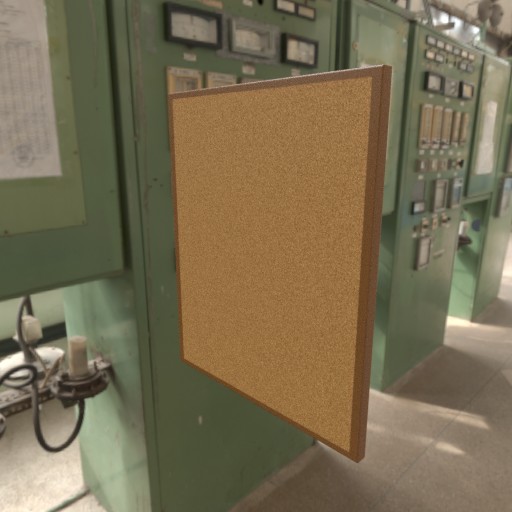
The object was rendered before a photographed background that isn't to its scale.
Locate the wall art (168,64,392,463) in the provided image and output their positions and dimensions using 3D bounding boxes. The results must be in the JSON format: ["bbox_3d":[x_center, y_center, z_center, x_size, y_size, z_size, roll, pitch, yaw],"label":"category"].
[{"bbox_3d":[0.000,0.000,0.749,0.021,0.550,0.449,-14,20,-43],"label":"wall art"}]
